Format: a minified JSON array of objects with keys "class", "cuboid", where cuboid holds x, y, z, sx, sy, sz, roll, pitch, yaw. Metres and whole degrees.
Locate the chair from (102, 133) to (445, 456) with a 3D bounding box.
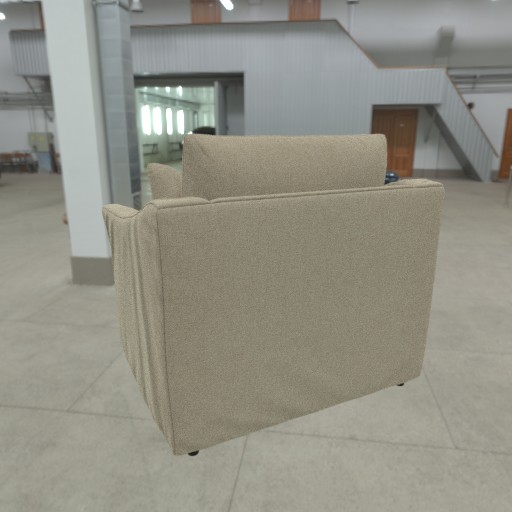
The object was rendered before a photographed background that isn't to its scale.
[{"class":"chair","cuboid":[0.000,0.000,2.042,1.194,1.093,1.071,-8,18,-26]}]
